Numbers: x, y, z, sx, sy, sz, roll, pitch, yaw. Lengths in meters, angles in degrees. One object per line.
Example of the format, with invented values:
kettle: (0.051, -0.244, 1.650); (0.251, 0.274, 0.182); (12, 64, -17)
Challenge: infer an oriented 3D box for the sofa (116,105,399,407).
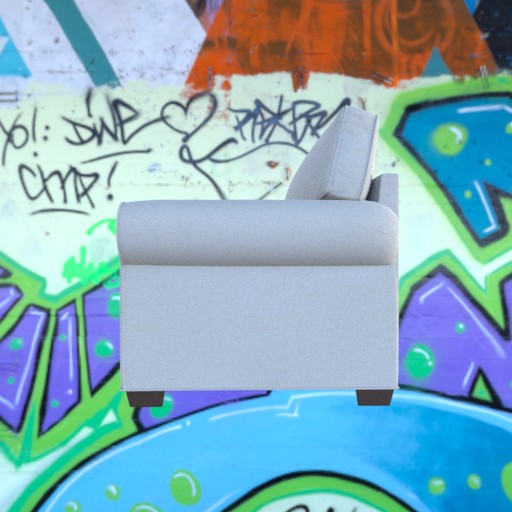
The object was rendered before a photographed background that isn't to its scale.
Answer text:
sofa: (0.000, 0.000, 2.082); (0.937, 1.006, 1.405); (0, 0, -1)
